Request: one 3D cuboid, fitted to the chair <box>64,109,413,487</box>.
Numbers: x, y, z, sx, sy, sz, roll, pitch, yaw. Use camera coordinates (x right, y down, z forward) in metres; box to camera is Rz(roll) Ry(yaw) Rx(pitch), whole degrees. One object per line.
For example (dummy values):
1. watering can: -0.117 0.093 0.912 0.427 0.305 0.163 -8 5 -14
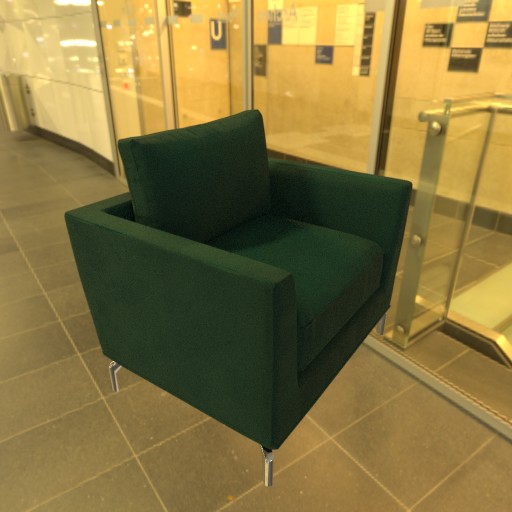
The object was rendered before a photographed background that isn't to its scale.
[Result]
1. chair: 0.000 0.000 1.740 0.852 0.997 1.047 17 31 31
